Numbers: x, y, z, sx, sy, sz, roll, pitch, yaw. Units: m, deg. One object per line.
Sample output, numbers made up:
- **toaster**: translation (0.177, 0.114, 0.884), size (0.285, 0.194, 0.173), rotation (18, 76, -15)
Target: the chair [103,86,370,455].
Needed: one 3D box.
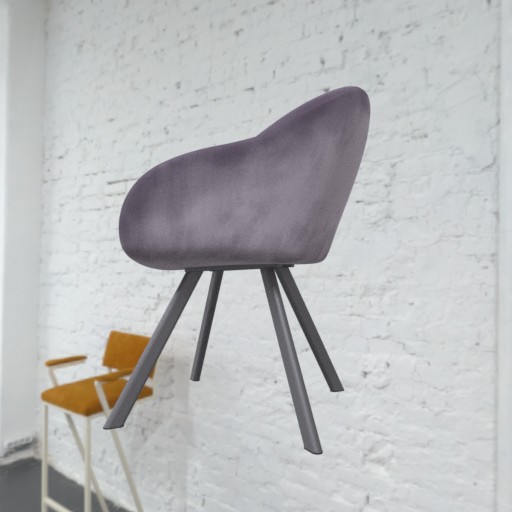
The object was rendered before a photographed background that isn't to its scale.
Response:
- **chair**: translation (0.000, 0.000, 1.170), size (0.590, 0.795, 0.550), rotation (0, -2, 16)
